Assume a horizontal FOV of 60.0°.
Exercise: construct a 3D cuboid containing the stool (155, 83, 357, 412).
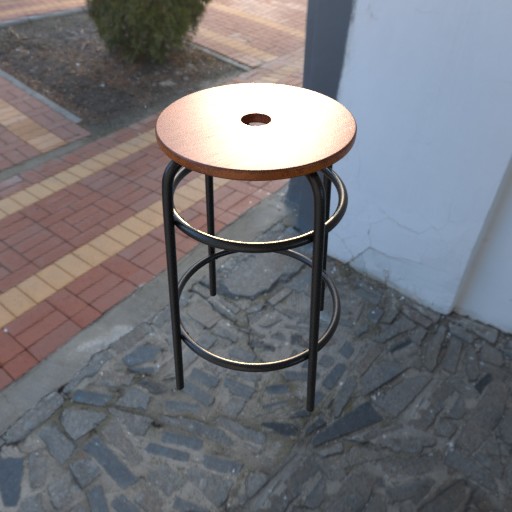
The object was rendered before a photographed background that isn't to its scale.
[{"bbox_3d":[0.000,0.000,0.945,0.455,0.610,0.455,-24,47,-25],"label":"stool"}]
